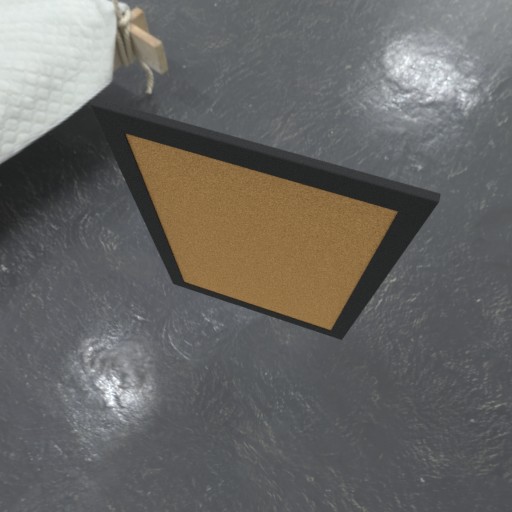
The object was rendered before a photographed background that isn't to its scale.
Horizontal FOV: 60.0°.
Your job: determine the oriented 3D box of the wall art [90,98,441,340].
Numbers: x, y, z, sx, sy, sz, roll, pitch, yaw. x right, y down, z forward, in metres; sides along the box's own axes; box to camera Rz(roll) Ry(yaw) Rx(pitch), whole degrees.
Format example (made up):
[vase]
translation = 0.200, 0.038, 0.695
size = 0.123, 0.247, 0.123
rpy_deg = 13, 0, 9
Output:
[wall art]
translation = 0.000, 0.000, 0.691
size = 0.374, 0.529, 0.012
rpy_deg = 17, 66, 8
